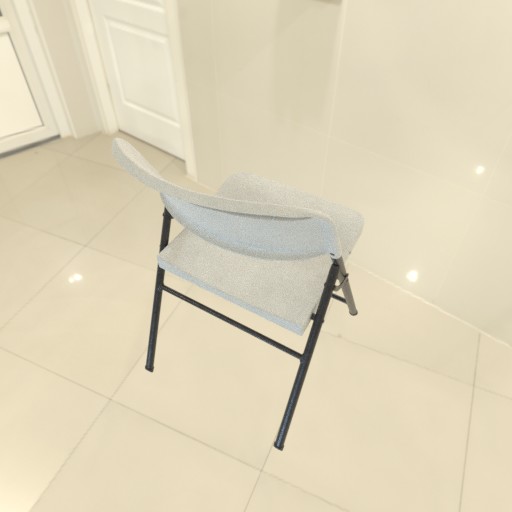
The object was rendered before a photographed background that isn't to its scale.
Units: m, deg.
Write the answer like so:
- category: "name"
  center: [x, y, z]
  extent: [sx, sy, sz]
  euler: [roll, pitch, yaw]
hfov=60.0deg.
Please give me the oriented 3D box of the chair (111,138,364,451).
- category: "chair"
  center: [0.000, 0.000, 1.172]
  extent: [0.494, 0.810, 0.566]
  euler: [23, 50, 21]
